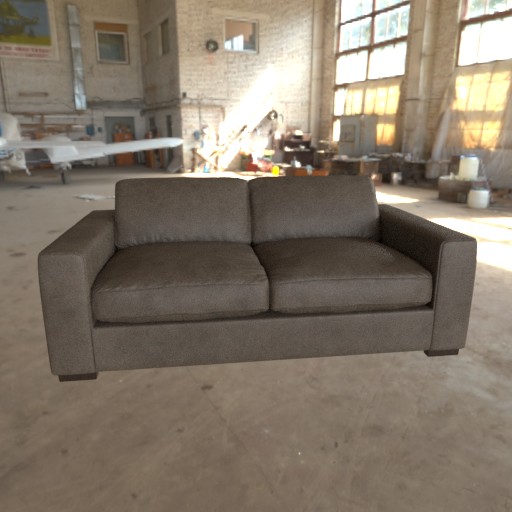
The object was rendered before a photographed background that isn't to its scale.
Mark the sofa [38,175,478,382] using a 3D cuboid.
[{"bbox_3d":[0.000,0.000,2.407,1.920,0.800,1.070,-2,16,-7],"label":"sofa"}]
